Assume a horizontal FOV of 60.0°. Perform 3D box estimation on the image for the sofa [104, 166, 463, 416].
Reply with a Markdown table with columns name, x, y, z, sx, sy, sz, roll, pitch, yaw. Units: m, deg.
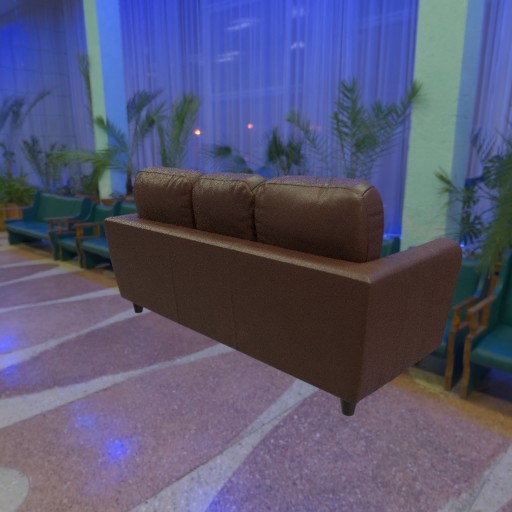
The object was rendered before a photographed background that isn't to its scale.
| name | x | y | z | sx | sy | sz | roll | pitch | yaw |
| --- | --- | --- | --- | --- | --- | --- | --- | --- | --- |
| sofa | 0.000 | 0.000 | 2.380 | 1.862 | 0.915 | 0.802 | 13 | 19 | 43 |
